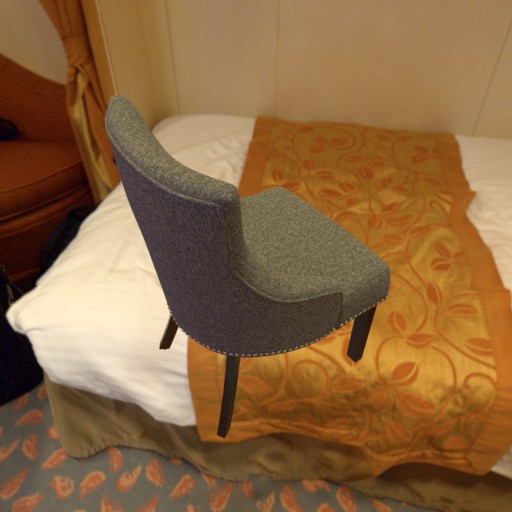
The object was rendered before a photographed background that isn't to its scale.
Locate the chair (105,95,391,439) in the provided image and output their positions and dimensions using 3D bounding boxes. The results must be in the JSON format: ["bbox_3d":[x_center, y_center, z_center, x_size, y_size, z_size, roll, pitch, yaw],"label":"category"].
[{"bbox_3d":[0.000,0.000,1.295,0.629,0.909,0.566,-26,48,-25],"label":"chair"}]
